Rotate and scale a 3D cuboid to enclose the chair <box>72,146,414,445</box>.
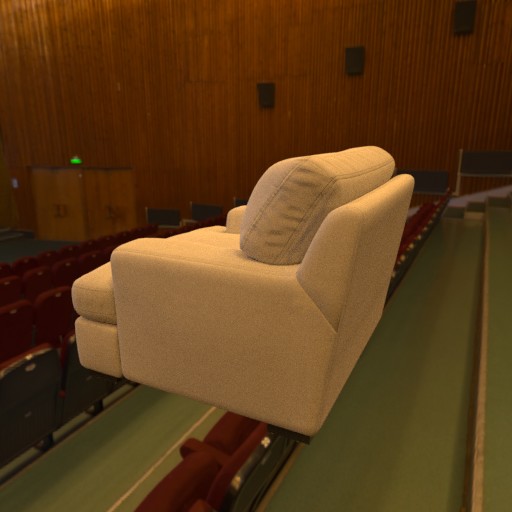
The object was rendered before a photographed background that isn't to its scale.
[{"bbox_3d":[0.000,0.000,1.964,1.158,0.930,1.140,8,18,25],"label":"chair"}]
